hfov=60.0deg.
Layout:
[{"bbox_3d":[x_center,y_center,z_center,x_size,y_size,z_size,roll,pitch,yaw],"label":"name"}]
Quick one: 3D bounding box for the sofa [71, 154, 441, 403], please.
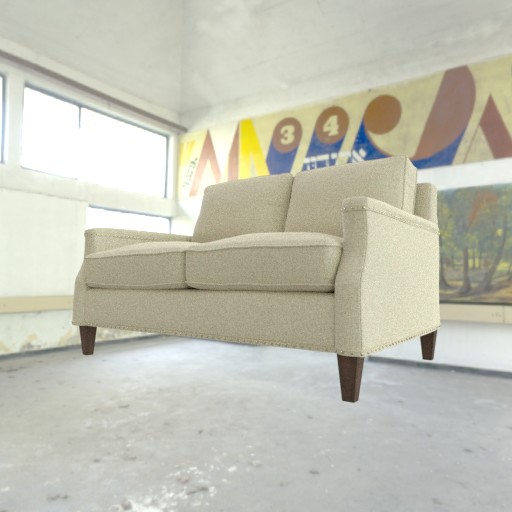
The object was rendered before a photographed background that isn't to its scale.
[{"bbox_3d":[0.000,0.000,2.247,1.597,1.003,1.084,-2,-3,36],"label":"sofa"}]
